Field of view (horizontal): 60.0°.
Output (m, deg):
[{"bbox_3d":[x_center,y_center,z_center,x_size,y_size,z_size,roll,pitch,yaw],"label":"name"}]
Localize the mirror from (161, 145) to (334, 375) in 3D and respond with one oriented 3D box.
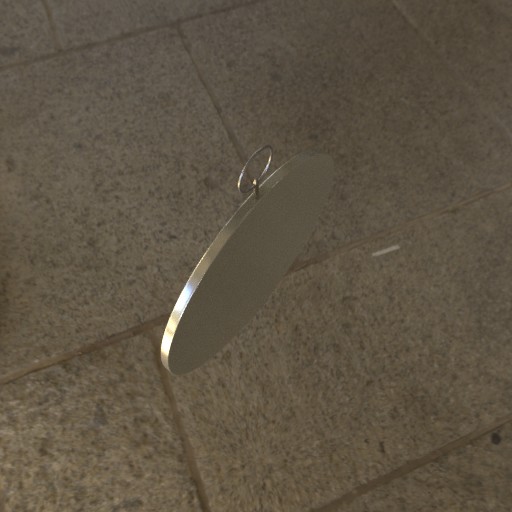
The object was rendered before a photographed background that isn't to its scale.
[{"bbox_3d":[0.000,0.000,0.968,0.020,0.713,0.594,35,70,15],"label":"mirror"}]
